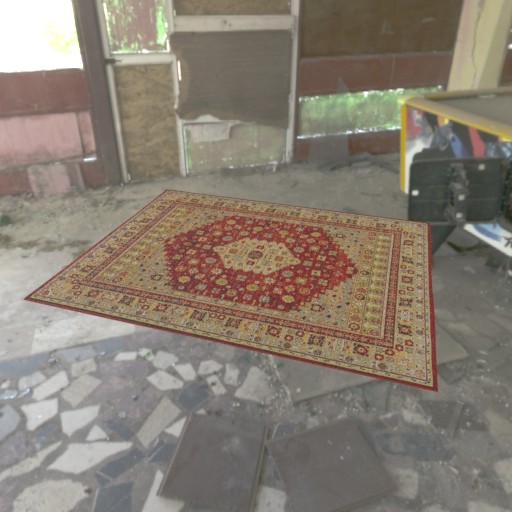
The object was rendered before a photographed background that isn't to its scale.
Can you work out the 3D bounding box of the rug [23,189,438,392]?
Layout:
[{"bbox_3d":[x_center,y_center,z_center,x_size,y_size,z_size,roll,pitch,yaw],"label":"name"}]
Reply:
[{"bbox_3d":[0.000,0.000,4.031,3.053,0.013,2.387,9,32,15],"label":"rug"}]
